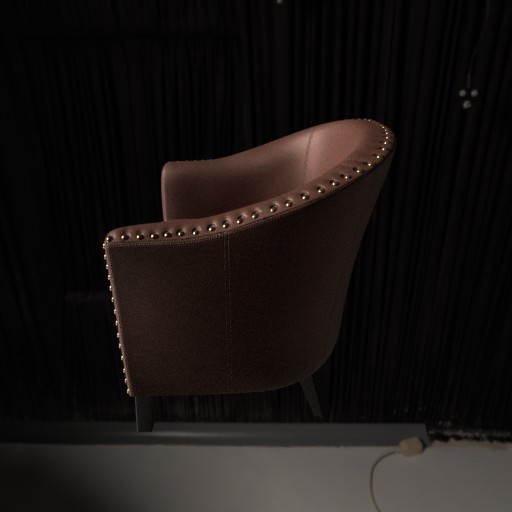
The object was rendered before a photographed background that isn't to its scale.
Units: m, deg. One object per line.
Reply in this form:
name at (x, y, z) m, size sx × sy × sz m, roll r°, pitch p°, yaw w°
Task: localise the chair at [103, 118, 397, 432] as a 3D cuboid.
chair at (0.000, 0.000, 1.423) m, size 0.748 × 0.823 × 0.794 m, roll 0°, pitch 24°, yaw 0°
